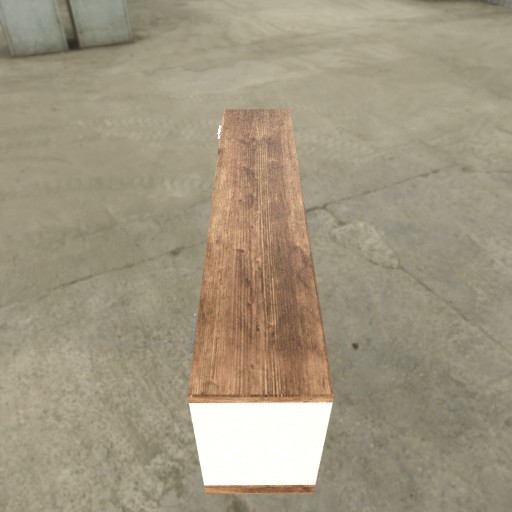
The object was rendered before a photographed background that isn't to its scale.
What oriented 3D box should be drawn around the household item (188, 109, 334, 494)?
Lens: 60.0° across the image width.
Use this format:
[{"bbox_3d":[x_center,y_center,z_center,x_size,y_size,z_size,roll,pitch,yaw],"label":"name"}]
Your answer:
[{"bbox_3d":[0.000,0.000,2.011,0.390,0.615,1.800,0,41,0],"label":"household item"}]
